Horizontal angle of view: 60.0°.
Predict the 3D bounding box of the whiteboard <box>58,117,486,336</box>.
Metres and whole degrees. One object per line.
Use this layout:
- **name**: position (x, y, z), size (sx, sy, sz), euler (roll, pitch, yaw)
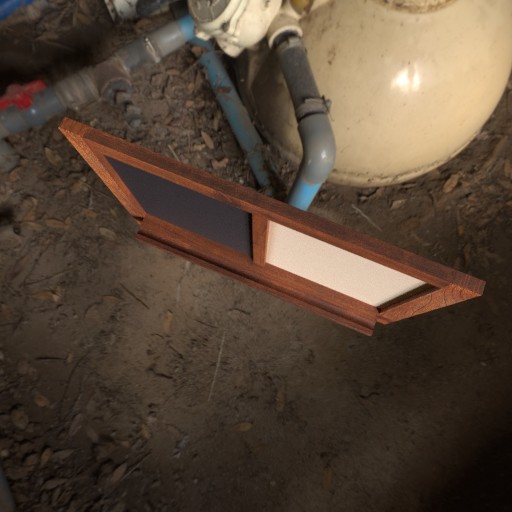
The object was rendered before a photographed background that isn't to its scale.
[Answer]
- **whiteboard**: position (0.000, 0.000, 1.008), size (0.768, 0.553, 0.083), euler (22, 77, 5)
